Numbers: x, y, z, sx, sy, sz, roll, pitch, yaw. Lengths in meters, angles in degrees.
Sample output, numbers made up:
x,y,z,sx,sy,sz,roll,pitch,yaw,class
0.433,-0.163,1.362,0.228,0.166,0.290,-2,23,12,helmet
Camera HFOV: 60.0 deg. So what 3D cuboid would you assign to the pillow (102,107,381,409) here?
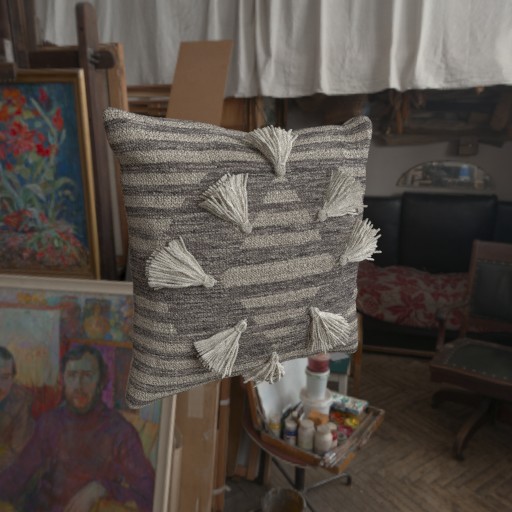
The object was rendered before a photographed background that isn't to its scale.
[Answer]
x,y,z,sx,sy,sz,roll,pitch,yaw,class
0.000,0.000,0.786,0.484,0.490,0.234,-8,17,-26,pillow
